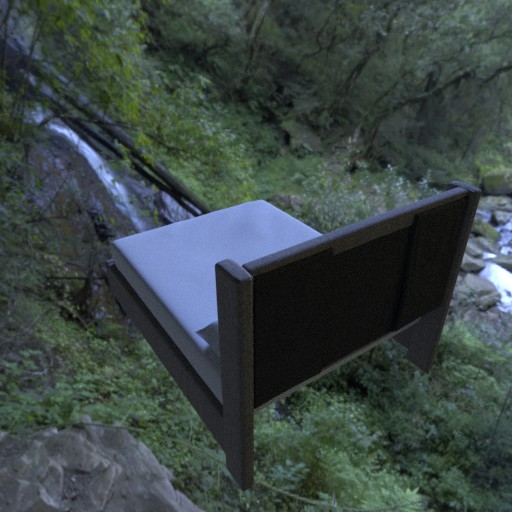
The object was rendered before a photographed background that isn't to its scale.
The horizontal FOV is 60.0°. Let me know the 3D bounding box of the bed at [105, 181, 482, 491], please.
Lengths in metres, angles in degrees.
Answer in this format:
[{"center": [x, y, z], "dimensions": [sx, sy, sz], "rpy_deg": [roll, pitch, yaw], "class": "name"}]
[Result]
[{"center": [0.000, 0.000, 3.360], "dimensions": [1.714, 1.476, 2.245], "rpy_deg": [-19, 36, -29], "class": "bed"}]
